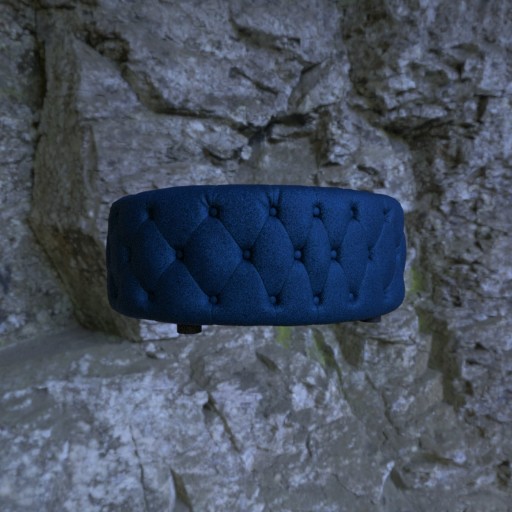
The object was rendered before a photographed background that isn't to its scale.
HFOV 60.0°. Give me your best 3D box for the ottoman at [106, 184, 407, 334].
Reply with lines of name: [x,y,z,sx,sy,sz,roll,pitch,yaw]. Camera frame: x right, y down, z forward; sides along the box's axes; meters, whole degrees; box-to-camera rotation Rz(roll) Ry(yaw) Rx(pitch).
ottoman: [0.000,0.000,1.553,0.998,0.398,0.998,0,1,0]
